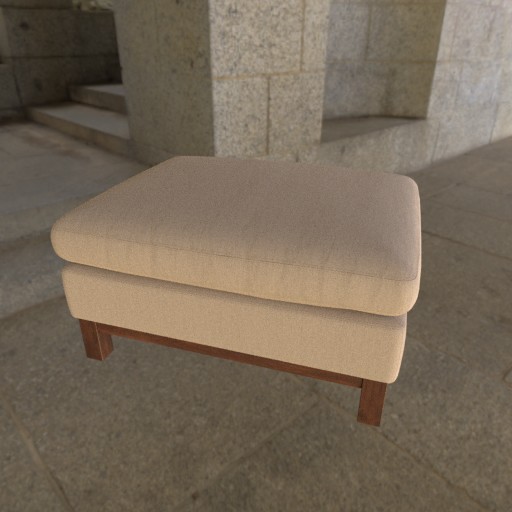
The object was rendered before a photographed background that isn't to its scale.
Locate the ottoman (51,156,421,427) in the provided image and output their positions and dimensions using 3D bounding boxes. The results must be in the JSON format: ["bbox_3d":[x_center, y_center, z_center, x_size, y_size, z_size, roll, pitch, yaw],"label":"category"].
[{"bbox_3d":[0.000,0.000,1.148,0.771,0.420,0.606,8,28,16],"label":"ottoman"}]
